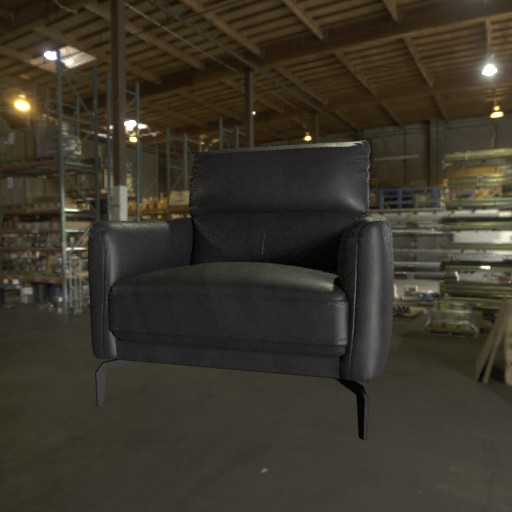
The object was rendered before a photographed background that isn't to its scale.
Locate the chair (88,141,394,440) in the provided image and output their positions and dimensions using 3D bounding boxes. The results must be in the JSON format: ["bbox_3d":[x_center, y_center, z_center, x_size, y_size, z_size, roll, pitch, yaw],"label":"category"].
[{"bbox_3d":[0.000,0.000,1.643,0.976,0.949,0.809,1,2,17],"label":"chair"}]
